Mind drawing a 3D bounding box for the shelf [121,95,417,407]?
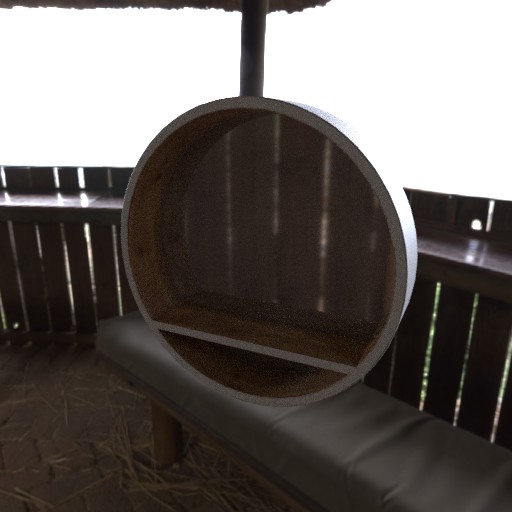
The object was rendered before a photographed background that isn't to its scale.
[{"bbox_3d":[0.000,0.000,1.198,0.806,0.807,0.158,8,18,25],"label":"shelf"}]
